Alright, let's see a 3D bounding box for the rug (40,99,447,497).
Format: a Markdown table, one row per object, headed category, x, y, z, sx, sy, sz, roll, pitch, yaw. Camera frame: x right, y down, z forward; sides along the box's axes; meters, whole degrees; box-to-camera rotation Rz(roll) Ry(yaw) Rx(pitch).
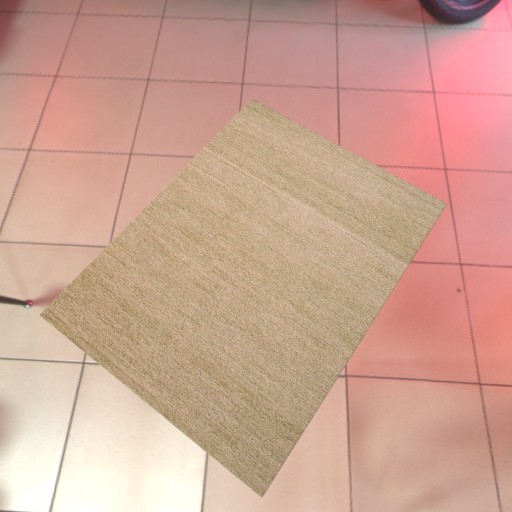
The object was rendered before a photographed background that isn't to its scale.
| category | x | y | z | sx | sy | sz | roll | pitch | yaw |
| --- | --- | --- | --- | --- | --- | --- | --- | --- | --- |
| rug | 0.000 | 0.000 | 4.185 | 2.425 | 0.016 | 3.198 | 33 | 68 | 15 |
